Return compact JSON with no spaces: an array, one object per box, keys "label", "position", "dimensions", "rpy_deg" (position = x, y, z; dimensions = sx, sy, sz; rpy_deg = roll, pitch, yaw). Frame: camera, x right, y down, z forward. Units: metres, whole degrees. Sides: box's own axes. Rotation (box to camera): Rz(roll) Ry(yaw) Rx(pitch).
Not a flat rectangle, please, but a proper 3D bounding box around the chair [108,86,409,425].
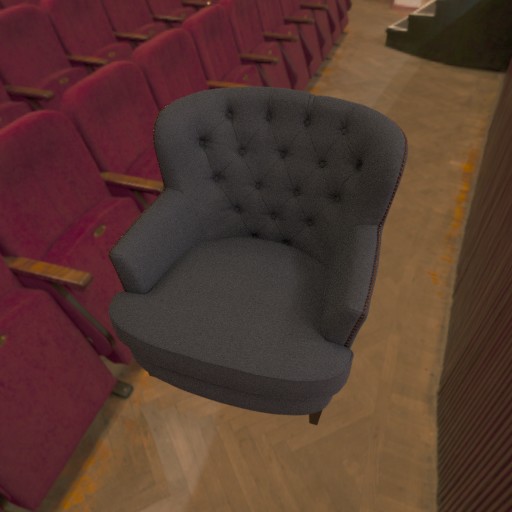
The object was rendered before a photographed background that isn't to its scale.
[{"label":"chair","position":[0.000,0.000,1.549],"dimensions":[0.848,0.868,0.906],"rpy_deg":[12,42,14]}]
